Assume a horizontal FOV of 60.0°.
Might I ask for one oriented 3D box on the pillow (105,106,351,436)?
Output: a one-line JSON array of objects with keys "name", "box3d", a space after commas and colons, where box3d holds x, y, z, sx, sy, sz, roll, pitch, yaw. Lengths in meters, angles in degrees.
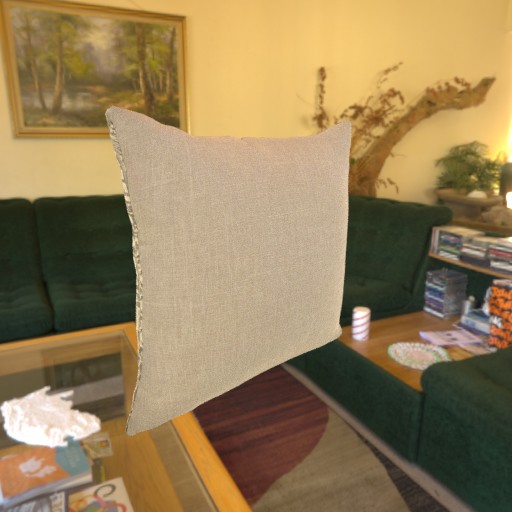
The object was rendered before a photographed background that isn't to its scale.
[{"name": "pillow", "box3d": [0.000, 0.000, 0.797, 0.546, 0.487, 0.180, -14, 20, -43]}]
